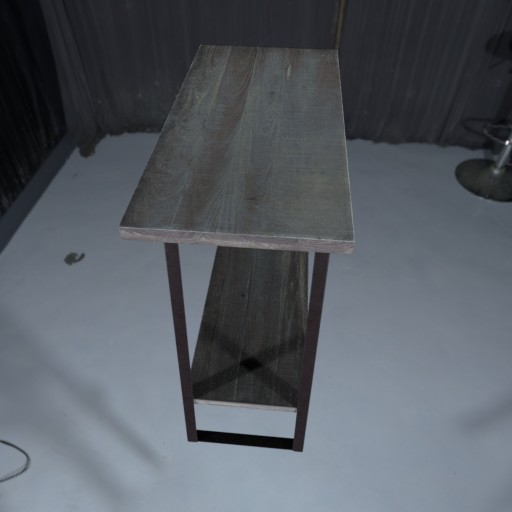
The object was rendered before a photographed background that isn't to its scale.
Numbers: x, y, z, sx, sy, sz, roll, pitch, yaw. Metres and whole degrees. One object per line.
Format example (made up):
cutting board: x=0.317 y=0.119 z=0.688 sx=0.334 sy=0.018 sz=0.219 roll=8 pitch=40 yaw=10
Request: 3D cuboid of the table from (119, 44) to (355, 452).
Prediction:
table: x=0.000 y=0.000 z=1.014 sx=0.300 sy=0.701 sz=0.599 roll=4 pitch=46 yaw=4
